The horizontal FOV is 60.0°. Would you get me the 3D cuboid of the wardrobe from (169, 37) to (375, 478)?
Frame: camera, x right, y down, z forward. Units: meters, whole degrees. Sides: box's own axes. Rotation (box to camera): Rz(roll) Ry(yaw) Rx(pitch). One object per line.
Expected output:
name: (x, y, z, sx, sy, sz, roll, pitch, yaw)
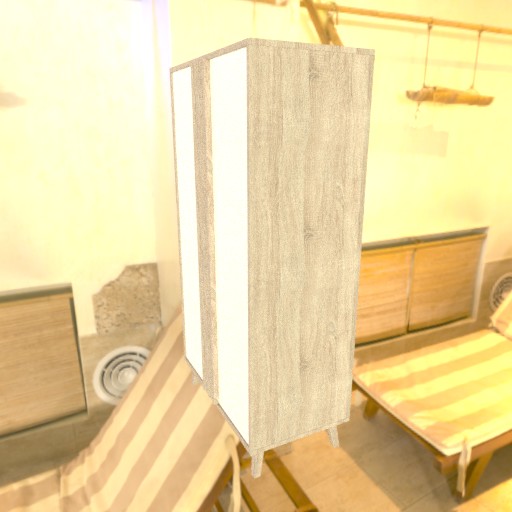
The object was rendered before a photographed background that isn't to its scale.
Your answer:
wardrobe: (0.000, 0.000, 2.403, 0.600, 1.960, 1.000, -8, 18, -26)
